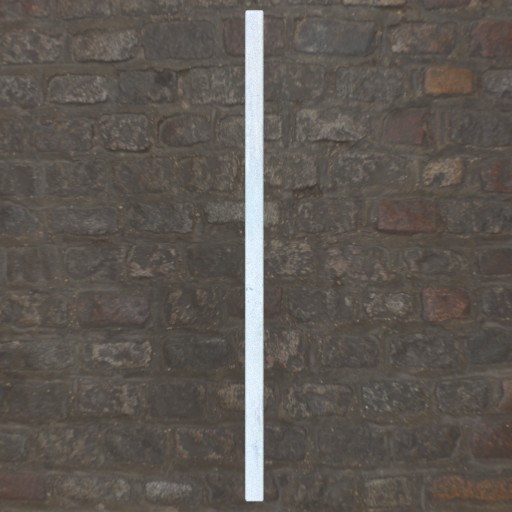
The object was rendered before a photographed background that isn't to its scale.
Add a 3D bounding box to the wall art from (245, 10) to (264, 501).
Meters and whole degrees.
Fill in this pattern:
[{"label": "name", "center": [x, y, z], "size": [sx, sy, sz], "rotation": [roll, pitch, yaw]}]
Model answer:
[{"label": "wall art", "center": [0.000, 0.000, 1.295], "size": [0.038, 0.762, 1.016], "rotation": [0, 90, 1]}]
